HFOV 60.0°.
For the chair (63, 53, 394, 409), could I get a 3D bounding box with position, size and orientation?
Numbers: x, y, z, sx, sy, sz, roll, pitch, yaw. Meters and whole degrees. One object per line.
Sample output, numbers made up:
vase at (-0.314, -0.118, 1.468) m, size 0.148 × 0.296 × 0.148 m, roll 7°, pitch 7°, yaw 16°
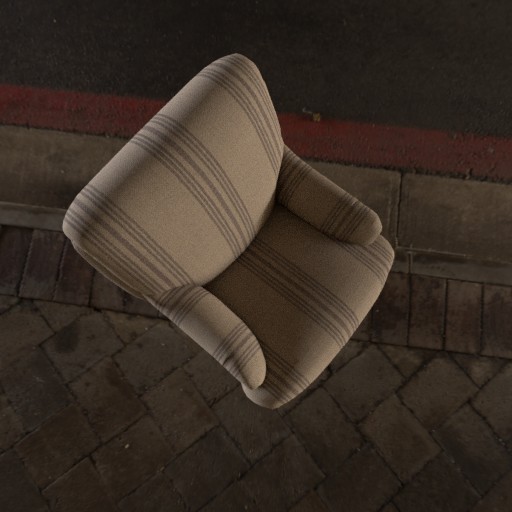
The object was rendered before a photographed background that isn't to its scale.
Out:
chair at (0.000, 0.000, 1.624) m, size 0.914 × 0.940 × 0.813 m, roll 39°, pitch 79°, yaw 9°
